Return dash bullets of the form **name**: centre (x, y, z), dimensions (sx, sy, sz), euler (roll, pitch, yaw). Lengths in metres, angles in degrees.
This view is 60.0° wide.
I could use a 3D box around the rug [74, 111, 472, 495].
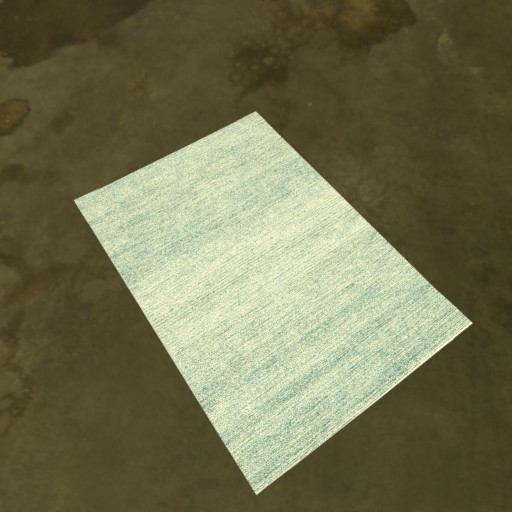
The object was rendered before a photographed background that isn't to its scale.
- **rug**: centre (0.000, 0.000, 2.945), dimensions (1.613, 0.030, 2.306), euler (-31, 63, -17)
